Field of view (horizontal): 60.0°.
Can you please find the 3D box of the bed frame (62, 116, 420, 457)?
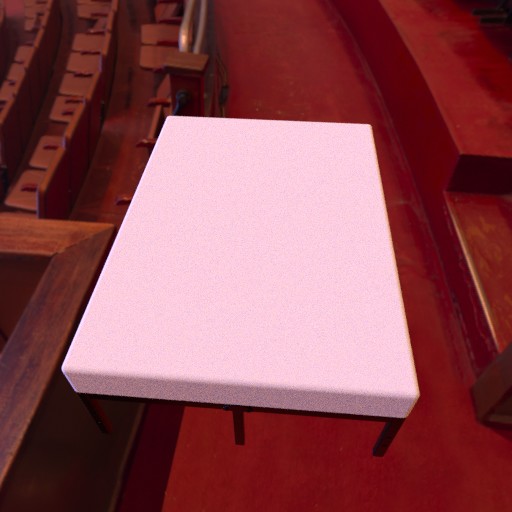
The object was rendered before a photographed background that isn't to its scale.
[{"bbox_3d":[0.000,0.000,2.602,1.408,0.659,1.956,3,47,3],"label":"bed frame"}]
